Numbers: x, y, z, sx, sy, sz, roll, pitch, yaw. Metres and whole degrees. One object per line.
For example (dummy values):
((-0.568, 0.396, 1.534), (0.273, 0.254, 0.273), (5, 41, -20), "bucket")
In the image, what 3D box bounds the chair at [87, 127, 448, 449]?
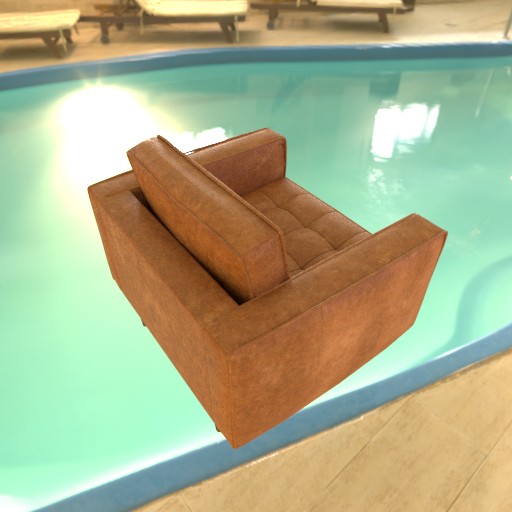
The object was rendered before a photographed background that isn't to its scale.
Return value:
((0.000, 0.000, 1.536), (0.798, 0.767, 0.928), (-26, 47, -27), "chair")
